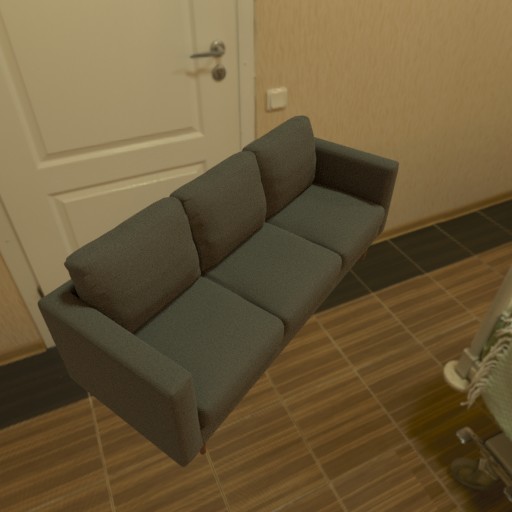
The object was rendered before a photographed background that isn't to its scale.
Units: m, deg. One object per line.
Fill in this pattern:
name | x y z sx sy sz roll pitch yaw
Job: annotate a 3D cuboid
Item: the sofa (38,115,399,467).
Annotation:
sofa | 0.000 0.000 2.434 0.802 0.912 2.029 25 46 26
